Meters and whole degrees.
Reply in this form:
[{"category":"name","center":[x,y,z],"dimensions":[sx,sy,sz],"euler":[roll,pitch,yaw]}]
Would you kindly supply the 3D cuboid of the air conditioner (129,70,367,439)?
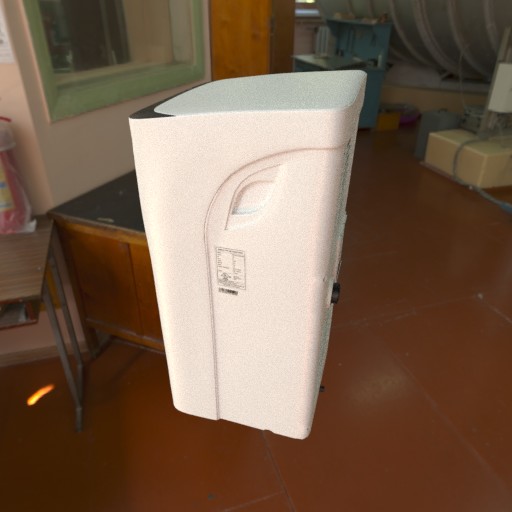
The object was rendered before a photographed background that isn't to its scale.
[{"category":"air conditioner","center":[0.000,0.000,0.934],"dimensions":[0.369,0.716,0.352],"euler":[8,31,14]}]
